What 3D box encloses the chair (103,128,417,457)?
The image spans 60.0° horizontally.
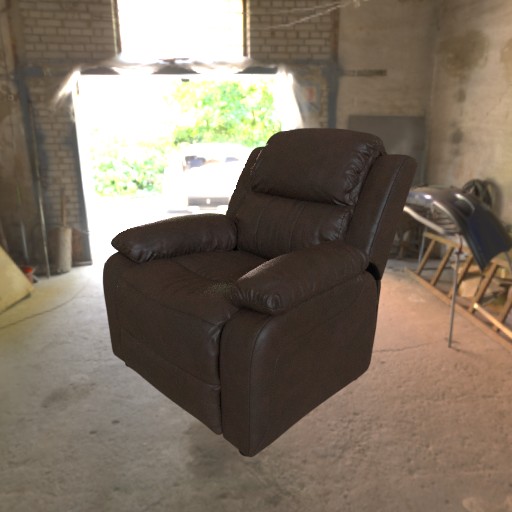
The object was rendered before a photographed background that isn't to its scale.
[{"bbox_3d":[0.000,0.000,1.280,0.707,0.702,0.680,-16,23,-42],"label":"chair"}]
